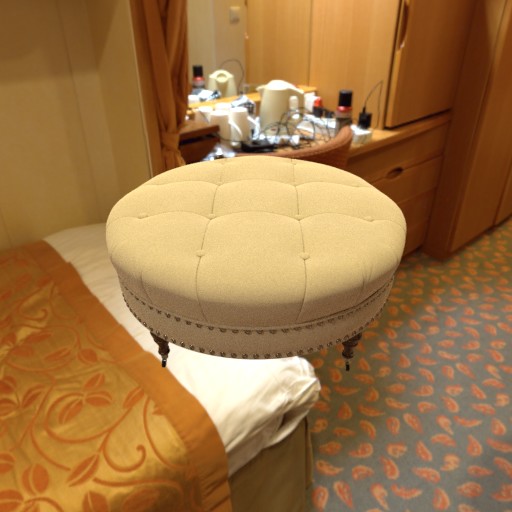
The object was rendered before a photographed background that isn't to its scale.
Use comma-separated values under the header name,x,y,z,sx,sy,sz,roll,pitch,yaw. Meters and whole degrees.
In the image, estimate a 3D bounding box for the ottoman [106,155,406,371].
name,x,y,z,sx,sy,sz,roll,pitch,yaw
ottoman,0.000,0.000,1.418,0.901,0.439,0.901,0,31,0
